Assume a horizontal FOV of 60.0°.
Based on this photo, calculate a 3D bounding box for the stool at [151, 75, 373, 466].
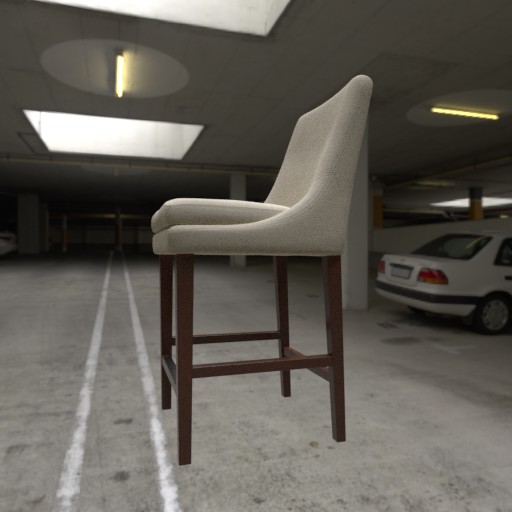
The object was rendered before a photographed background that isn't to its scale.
[{"bbox_3d":[0.000,0.000,1.312,0.577,0.981,0.470,0,0,-18],"label":"stool"}]
